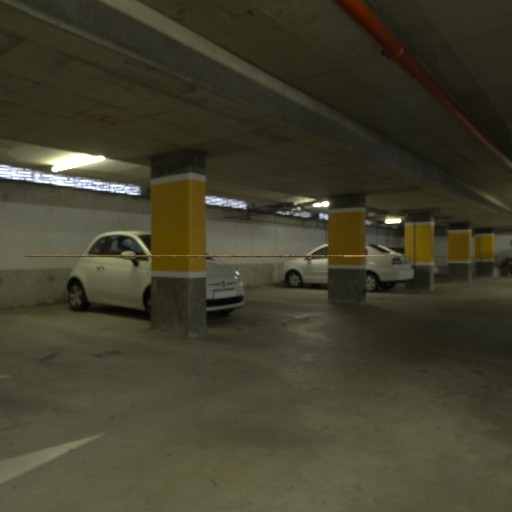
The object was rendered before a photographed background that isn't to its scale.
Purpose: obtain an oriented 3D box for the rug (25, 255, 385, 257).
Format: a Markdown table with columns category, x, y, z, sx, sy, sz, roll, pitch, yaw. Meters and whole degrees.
| category | x | y | z | sx | sy | sz | roll | pitch | yaw |
| --- | --- | --- | --- | --- | --- | --- | --- | --- | --- |
| rug | 0.000 | 0.000 | 2.229 | 1.143 | 0.006 | 1.747 | 0 | 0 | 20 |
